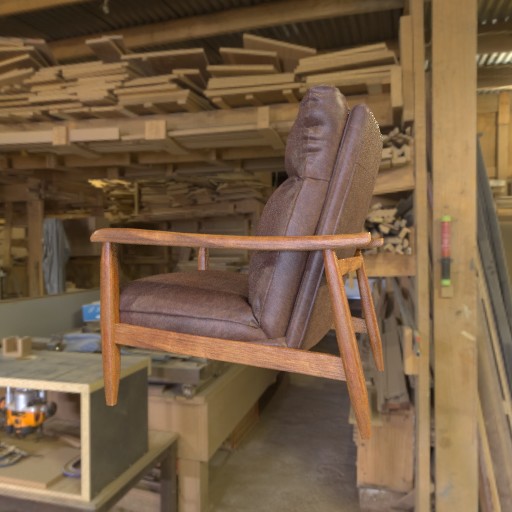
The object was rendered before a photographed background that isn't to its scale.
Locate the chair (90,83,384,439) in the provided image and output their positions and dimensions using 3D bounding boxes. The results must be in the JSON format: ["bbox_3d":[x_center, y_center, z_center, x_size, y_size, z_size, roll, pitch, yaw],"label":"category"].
[{"bbox_3d":[0.000,0.000,1.530,0.830,0.897,0.782,0,1,19],"label":"chair"}]
